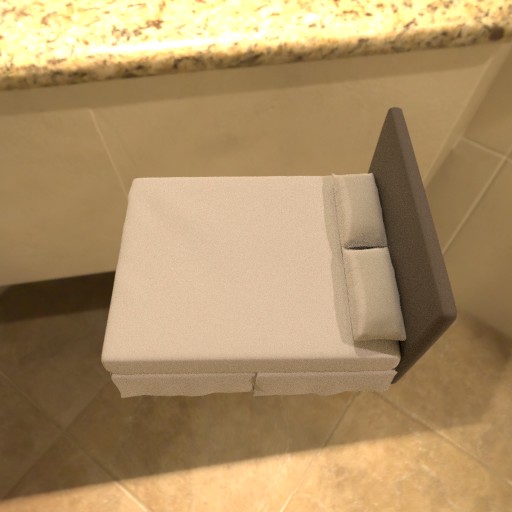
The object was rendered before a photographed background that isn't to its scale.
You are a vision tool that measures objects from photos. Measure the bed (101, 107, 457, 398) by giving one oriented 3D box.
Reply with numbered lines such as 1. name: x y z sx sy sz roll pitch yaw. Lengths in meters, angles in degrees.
1. bed: 0.000 0.000 3.272 2.142 1.330 1.723 -1 58 0
